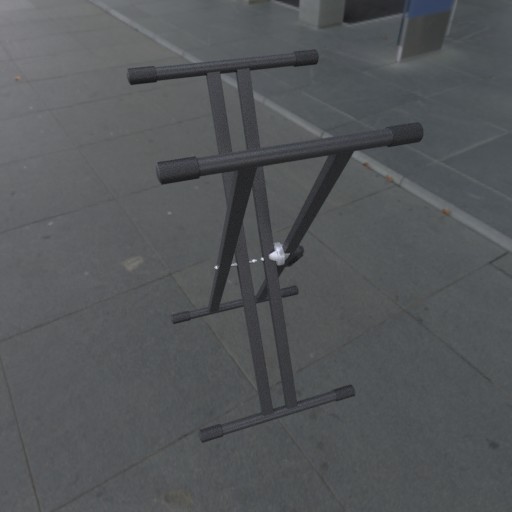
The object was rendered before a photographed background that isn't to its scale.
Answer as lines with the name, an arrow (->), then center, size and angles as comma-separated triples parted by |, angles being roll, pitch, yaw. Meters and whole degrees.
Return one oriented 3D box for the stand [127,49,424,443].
stand -> 0.000, 0.000, 1.217 | 0.495, 0.900, 0.503 | -12, 42, -14
